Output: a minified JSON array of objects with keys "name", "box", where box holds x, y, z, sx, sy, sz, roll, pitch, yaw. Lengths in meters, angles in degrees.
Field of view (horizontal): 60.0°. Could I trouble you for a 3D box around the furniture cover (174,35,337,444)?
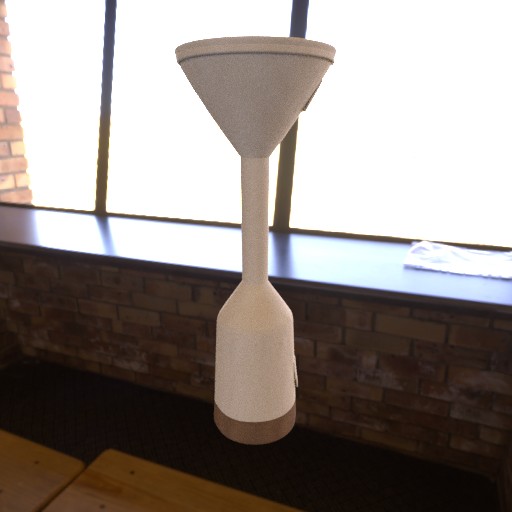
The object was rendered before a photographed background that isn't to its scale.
[{"name":"furniture cover","box":[0.000,0.000,2.838,0.914,2.413,0.914,-3,16,-9]}]
